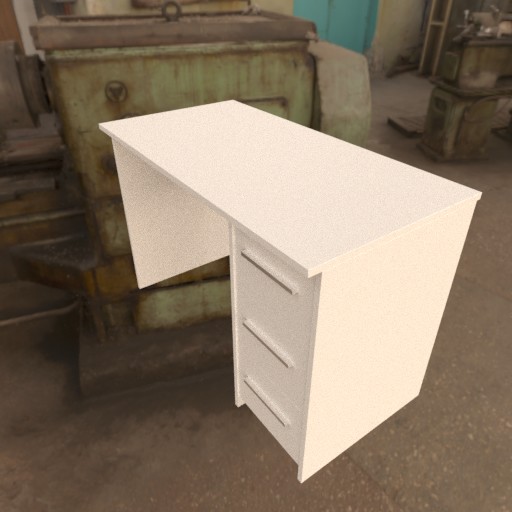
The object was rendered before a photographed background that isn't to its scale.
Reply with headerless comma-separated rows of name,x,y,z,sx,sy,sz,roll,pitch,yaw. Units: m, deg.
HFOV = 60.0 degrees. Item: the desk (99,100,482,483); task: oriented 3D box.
desk,0.000,0.000,1.510,0.560,0.735,1.097,-22,39,-29
